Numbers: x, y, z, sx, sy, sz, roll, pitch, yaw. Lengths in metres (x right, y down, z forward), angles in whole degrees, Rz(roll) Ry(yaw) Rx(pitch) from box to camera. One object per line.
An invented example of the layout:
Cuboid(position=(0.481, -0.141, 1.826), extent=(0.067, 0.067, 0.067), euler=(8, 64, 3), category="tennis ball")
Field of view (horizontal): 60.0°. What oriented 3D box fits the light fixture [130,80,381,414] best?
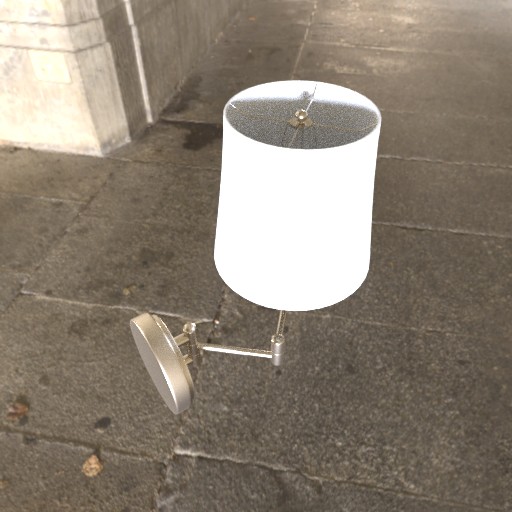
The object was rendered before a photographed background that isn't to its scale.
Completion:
Cuboid(position=(0.000, 0.000, 0.603), extent=(0.348, 0.381, 0.223), euler=(-25, 48, -24), category="light fixture")
